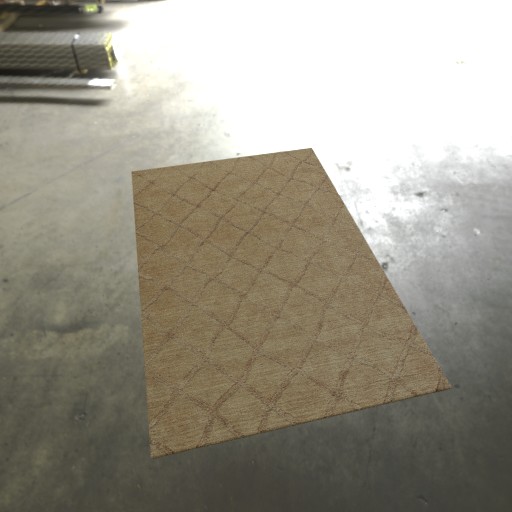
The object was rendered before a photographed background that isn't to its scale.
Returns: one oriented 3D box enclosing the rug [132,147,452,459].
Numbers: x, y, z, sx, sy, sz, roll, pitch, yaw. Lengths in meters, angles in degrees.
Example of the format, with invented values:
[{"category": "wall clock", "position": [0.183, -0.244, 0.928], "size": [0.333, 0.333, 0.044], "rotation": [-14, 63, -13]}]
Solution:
[{"category": "rug", "position": [0.000, 0.000, 2.927], "size": [1.528, 0.014, 2.292], "rotation": [-10, 47, -9]}]
